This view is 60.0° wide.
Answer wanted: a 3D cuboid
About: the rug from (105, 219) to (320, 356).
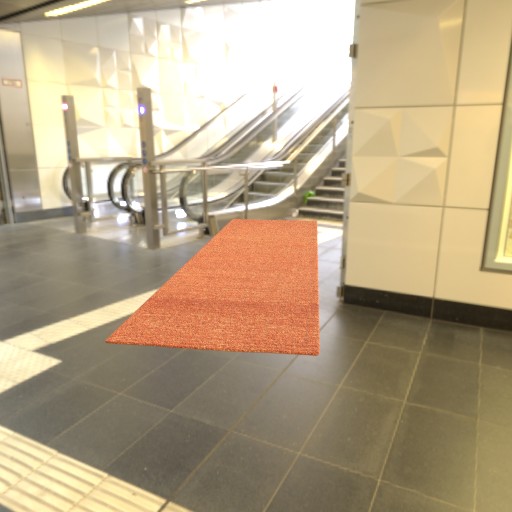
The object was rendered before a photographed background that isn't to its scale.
[{"bbox_3d":[0.000,0.000,2.483,0.687,0.012,2.307,2,15,7],"label":"rug"}]
